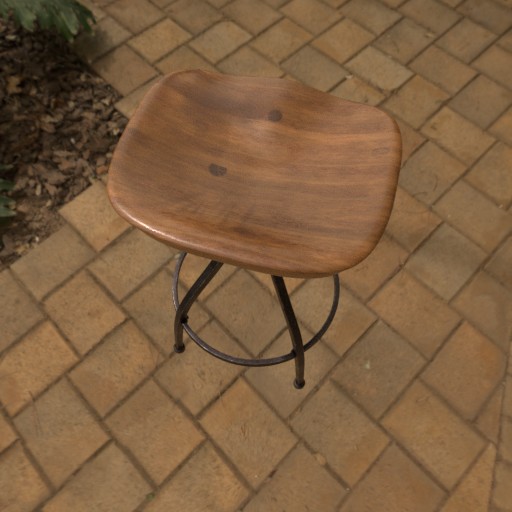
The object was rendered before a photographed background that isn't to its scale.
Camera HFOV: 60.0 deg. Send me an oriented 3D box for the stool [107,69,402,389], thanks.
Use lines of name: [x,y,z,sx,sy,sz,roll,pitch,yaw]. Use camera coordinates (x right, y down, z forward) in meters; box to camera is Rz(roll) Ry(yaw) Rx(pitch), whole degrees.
stool: [0.000,0.000,0.986,0.432,0.694,0.424,15,65,7]
